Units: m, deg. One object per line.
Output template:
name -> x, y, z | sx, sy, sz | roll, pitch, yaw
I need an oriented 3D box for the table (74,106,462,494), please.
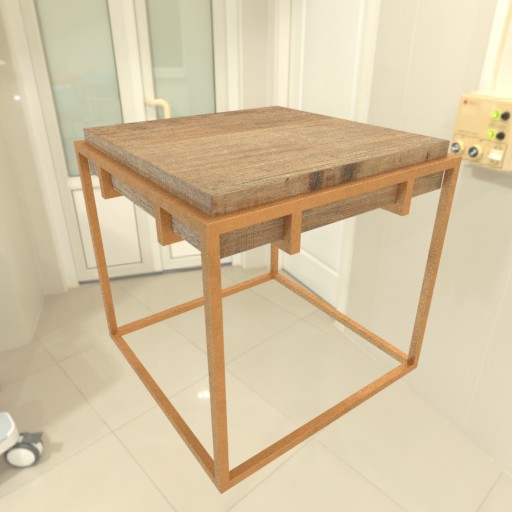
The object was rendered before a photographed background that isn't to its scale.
table -> 0.000, 0.000, 1.077 | 0.599, 0.584, 0.599 | -18, 32, -32
